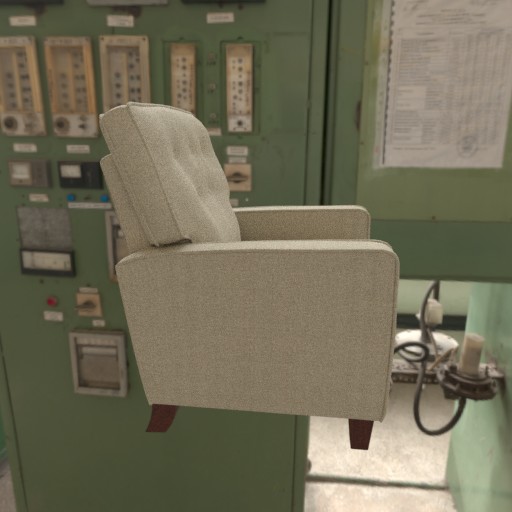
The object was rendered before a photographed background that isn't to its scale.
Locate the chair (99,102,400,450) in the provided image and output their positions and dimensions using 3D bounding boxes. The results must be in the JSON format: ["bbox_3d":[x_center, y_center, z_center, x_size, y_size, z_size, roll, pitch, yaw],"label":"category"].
[{"bbox_3d":[0.000,0.000,1.378,0.754,0.888,0.648,2,16,7],"label":"chair"}]
